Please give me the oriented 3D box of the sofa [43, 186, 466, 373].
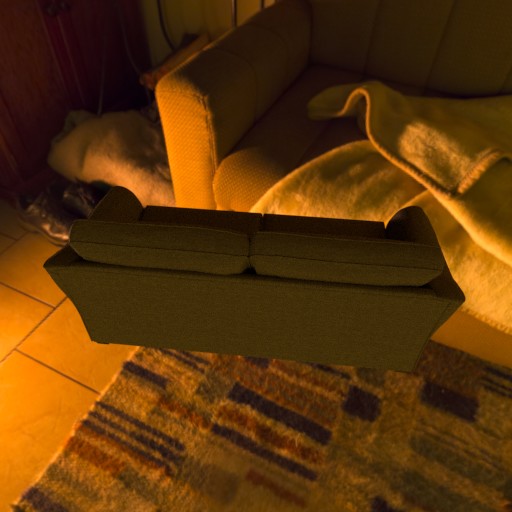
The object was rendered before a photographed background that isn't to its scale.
[{"bbox_3d":[0.000,0.000,2.843,2.270,0.950,0.971,4,46,4],"label":"sofa"}]
